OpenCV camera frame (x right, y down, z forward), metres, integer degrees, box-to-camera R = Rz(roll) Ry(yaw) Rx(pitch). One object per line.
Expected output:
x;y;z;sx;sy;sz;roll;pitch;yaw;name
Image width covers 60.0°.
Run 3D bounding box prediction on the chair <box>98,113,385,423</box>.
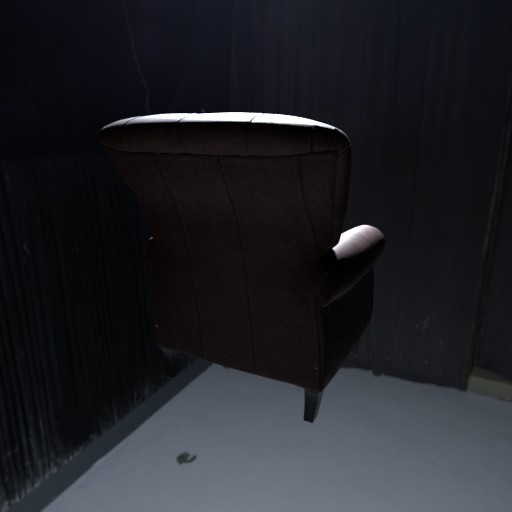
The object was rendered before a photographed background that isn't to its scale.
0.000;0.000;1.932;0.979;1.162;1.031;8;18;27;chair
